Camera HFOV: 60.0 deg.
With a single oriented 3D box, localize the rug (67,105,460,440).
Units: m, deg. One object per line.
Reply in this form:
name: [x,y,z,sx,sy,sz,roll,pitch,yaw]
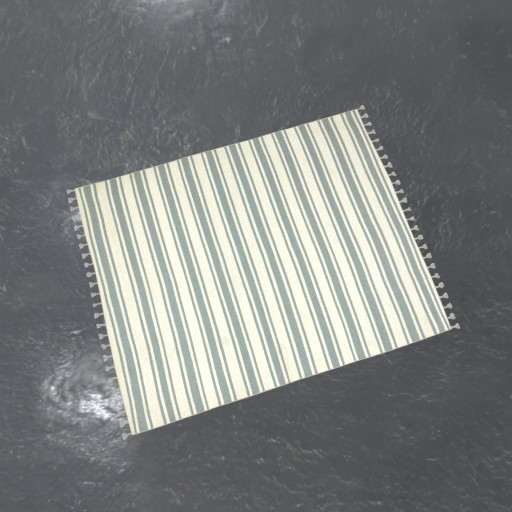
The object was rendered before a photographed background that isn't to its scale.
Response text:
rug: [0.000,0.000,4.237,3.201,0.005,2.439,-17,76,-4]
